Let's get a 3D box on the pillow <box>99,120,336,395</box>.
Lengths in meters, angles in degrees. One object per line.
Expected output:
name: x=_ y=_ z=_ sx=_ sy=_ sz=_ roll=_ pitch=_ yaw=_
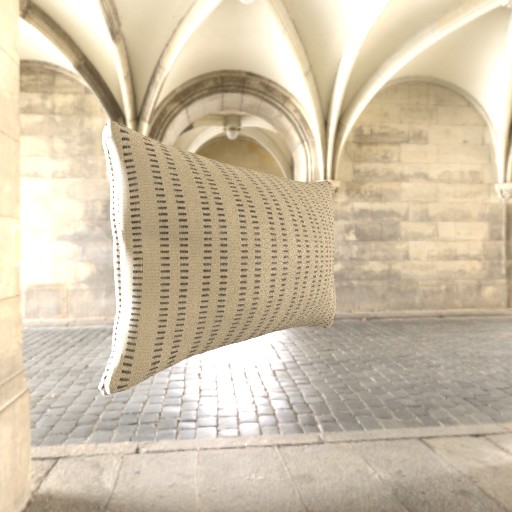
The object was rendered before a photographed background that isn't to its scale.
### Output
pillow: x=0.000 y=0.000 z=0.815 sx=0.210 sy=0.353 sz=0.640 roll=1 pitch=1 yaw=36
